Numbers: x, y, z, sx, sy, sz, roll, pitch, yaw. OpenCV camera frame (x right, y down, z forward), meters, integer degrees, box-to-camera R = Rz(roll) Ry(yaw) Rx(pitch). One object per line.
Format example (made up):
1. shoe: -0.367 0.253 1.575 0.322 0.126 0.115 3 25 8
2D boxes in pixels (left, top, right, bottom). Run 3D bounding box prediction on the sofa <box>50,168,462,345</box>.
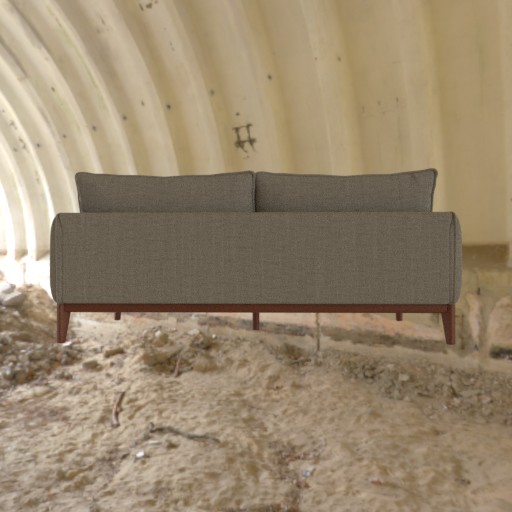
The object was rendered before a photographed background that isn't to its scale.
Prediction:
1. sofa: 0.000 0.000 2.549 1.989 0.851 0.972 0 -1 1
